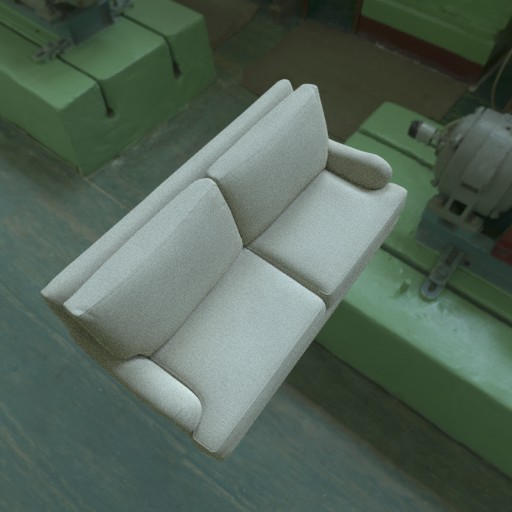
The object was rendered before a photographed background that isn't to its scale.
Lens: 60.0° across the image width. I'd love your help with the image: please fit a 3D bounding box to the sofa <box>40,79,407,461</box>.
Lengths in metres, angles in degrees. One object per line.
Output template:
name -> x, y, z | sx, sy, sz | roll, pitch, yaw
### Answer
sofa -> 0.000, 0.000, 2.670 | 1.091, 0.997, 2.070 | 32, 63, 19
